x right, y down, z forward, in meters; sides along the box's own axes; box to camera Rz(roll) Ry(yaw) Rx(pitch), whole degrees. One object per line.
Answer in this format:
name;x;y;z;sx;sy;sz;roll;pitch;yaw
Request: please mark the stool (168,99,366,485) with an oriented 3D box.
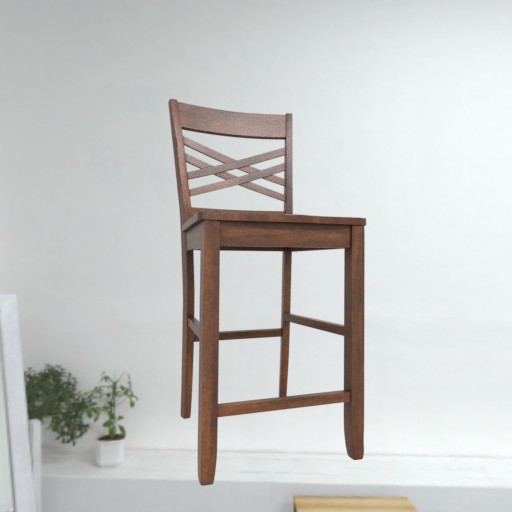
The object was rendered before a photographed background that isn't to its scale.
stool;0.000;0.000;1.352;0.462;1.079;0.539;0;-1;-19
